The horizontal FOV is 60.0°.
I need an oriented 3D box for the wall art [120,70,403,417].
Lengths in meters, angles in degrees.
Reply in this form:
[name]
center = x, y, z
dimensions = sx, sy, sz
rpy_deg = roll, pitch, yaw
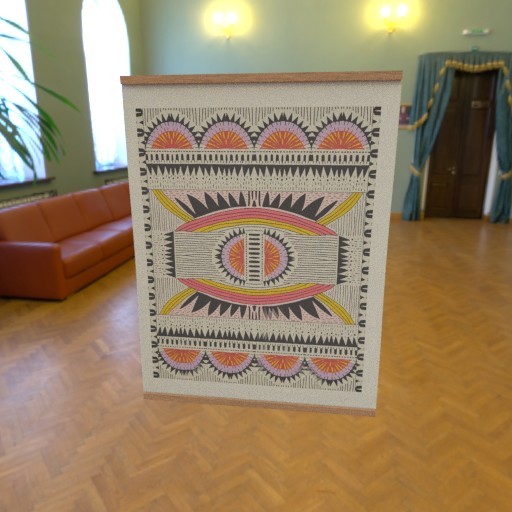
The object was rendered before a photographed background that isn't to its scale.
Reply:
[wall art]
center = 0.000, 0.000, 1.325
dimensions = 0.765, 1.016, 0.028
rpy_deg = 2, 15, 7
